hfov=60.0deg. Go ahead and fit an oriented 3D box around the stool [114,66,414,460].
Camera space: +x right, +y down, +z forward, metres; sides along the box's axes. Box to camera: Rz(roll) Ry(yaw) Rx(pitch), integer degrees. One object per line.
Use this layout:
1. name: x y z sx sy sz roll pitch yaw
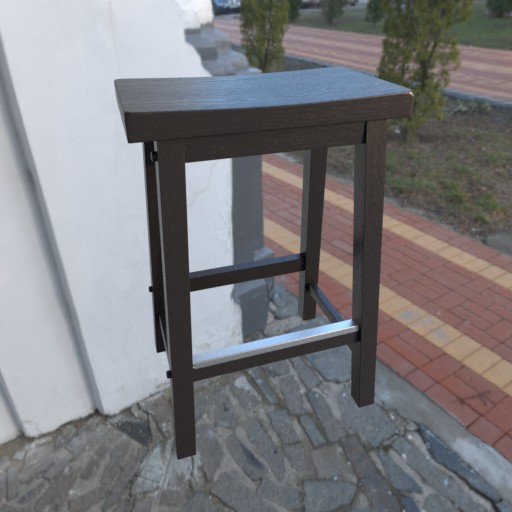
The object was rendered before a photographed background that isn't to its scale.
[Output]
1. stool: 0.000 0.000 0.830 0.406 0.610 0.322 -10 33 -15
